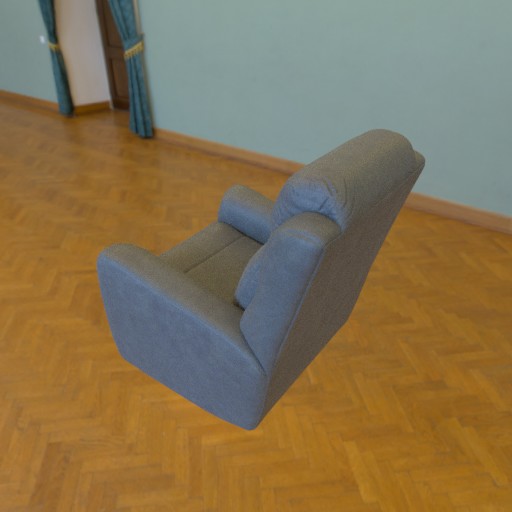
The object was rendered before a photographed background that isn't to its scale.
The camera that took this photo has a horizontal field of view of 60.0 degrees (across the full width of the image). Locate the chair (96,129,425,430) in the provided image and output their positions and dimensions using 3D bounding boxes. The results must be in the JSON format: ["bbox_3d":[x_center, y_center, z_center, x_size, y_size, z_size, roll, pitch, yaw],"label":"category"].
[{"bbox_3d":[0.000,0.000,1.936,1.068,1.116,0.967,21,37,30],"label":"chair"}]
